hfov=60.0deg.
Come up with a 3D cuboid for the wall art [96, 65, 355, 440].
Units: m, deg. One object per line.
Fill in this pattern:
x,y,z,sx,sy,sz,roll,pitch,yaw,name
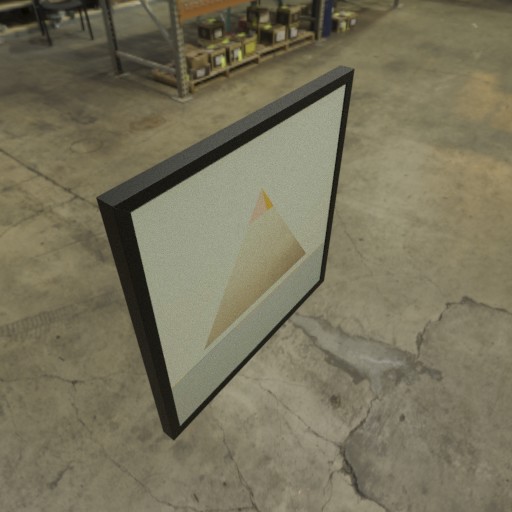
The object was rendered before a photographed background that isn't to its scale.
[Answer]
0.000,0.000,1.171,0.042,0.766,0.769,27,48,27,wall art
